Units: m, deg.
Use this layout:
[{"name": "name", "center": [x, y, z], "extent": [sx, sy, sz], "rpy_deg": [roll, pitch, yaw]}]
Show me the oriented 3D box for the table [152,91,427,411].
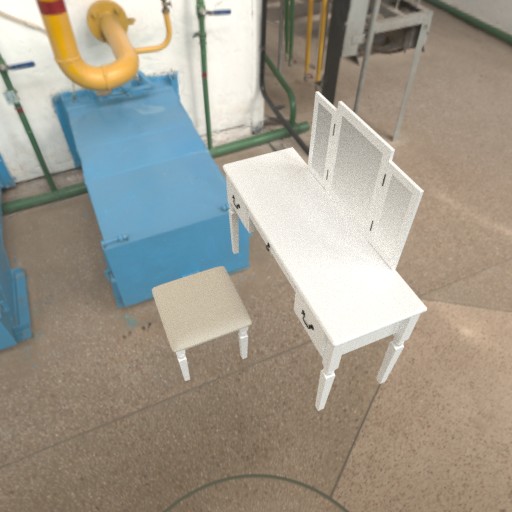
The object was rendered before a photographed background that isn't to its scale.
[{"name": "table", "center": [0.000, 0.000, 2.343], "extent": [1.115, 1.310, 1.369], "rpy_deg": [-18, 50, -15]}]
